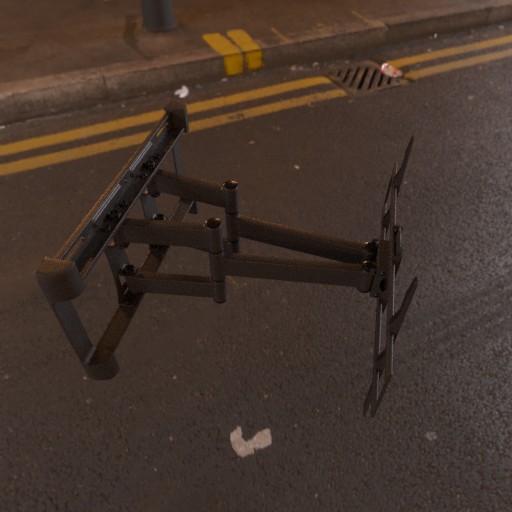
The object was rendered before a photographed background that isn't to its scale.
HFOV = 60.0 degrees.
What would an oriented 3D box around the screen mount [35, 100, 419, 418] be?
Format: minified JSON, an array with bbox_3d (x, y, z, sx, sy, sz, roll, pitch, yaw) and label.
[{"bbox_3d":[0.000,0.000,1.085,0.644,0.491,0.661,10,46,9],"label":"screen mount"}]
